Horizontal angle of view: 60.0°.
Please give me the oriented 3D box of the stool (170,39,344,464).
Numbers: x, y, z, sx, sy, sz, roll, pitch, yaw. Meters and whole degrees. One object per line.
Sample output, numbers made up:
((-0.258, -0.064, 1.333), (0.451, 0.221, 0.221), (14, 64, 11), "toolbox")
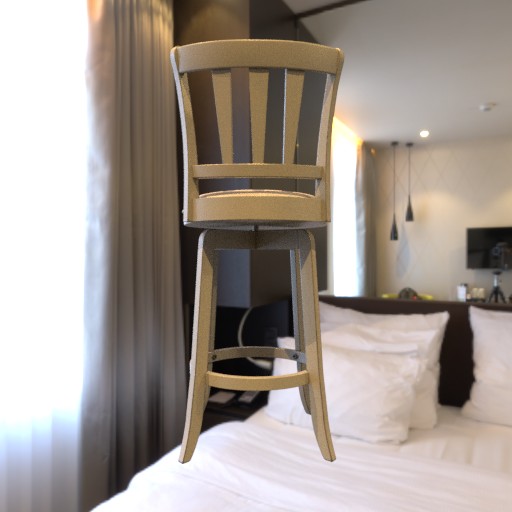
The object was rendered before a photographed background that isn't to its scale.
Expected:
((0.000, 0.000, 1.263), (0.436, 1.042, 0.475), (0, 0, -2), "stool")
